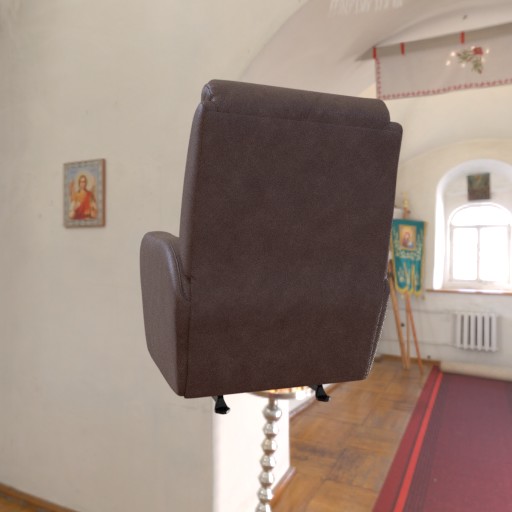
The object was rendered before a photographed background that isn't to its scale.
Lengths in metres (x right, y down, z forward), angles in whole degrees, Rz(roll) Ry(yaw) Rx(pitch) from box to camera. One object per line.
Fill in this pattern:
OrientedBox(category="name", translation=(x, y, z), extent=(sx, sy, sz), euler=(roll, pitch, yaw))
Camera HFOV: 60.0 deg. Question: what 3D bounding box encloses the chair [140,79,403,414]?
OrientedBox(category="chair", translation=(0.000, 0.000, 1.818), extent=(0.865, 1.067, 1.067), euler=(0, 0, -19))
